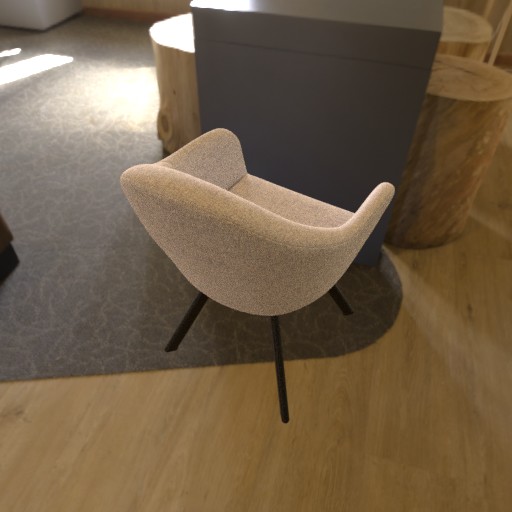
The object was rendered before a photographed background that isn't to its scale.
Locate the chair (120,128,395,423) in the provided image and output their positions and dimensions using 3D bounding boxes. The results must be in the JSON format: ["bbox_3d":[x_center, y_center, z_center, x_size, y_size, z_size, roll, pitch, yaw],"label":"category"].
[{"bbox_3d":[0.000,0.000,1.193,0.540,0.780,0.570,24,50,22],"label":"chair"}]
